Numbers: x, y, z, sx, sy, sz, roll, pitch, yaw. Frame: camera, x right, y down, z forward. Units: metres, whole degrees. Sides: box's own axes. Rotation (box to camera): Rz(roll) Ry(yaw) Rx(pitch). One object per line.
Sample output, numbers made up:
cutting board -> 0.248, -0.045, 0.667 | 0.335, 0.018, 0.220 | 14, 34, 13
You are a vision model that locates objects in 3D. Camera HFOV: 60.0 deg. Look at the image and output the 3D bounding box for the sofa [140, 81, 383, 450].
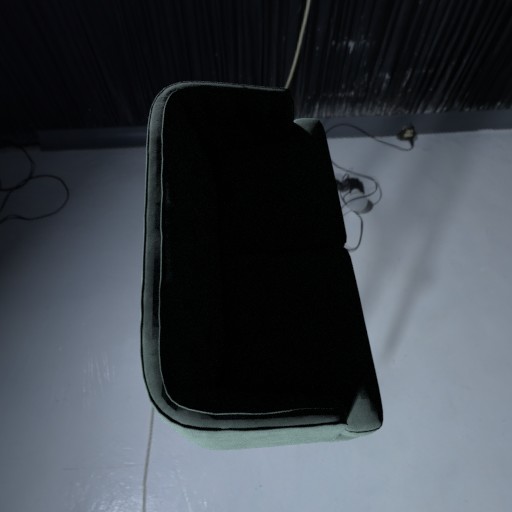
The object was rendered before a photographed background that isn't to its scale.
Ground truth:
sofa -> 0.000, 0.000, 2.206 | 0.941, 0.855, 1.733 | -4, 62, -2
